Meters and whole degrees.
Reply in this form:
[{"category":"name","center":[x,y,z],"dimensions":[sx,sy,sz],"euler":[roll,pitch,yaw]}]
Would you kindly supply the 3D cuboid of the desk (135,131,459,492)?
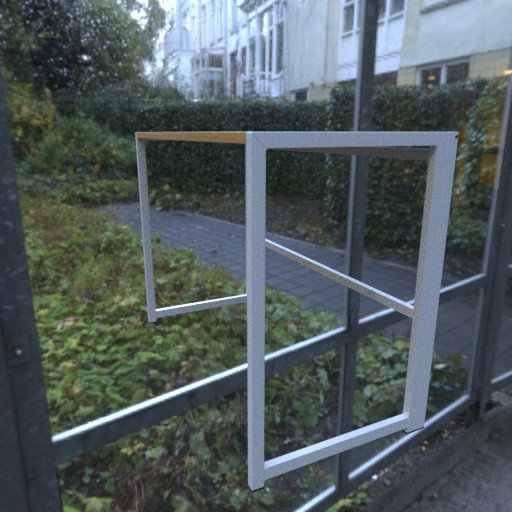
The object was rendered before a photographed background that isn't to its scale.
[{"category":"desk","center":[0.000,0.000,1.414],"dimensions":[0.508,0.762,1.016],"euler":[-7,17,-25]}]
